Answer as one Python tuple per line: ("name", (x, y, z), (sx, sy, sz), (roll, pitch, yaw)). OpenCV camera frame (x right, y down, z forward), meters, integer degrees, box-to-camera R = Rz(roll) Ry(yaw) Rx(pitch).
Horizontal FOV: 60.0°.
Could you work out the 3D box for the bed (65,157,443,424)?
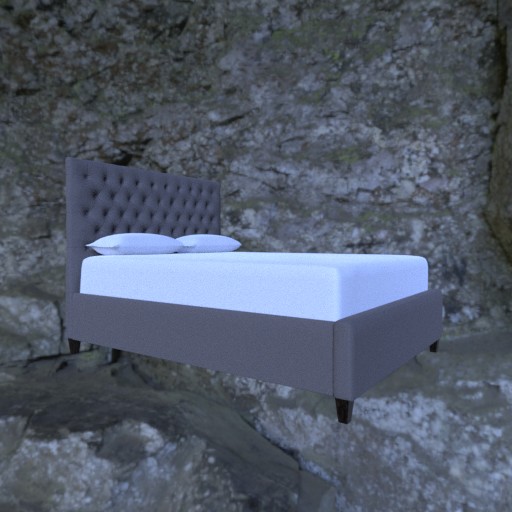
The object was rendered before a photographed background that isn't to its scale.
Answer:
("bed", (0.000, 0.000, 3.252), (2.233, 1.426, 1.696), (1, 2, 36))
